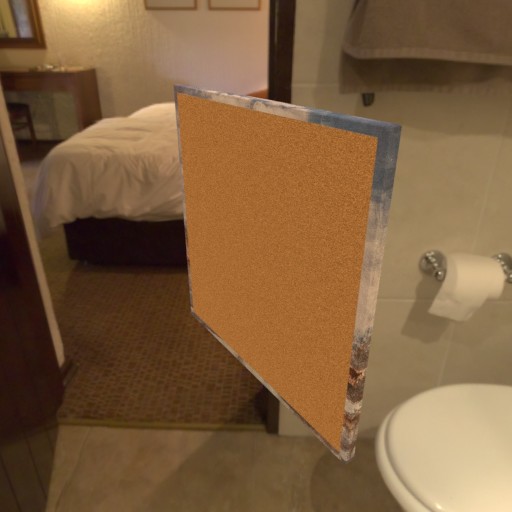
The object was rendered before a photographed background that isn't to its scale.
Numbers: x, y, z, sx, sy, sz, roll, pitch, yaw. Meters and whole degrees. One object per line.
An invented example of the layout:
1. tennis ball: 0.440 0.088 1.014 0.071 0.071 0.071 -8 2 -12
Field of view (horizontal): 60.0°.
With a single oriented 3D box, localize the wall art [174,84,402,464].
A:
1. wall art: 0.000 0.000 1.332 0.035 0.897 0.888 -18 32 -31
